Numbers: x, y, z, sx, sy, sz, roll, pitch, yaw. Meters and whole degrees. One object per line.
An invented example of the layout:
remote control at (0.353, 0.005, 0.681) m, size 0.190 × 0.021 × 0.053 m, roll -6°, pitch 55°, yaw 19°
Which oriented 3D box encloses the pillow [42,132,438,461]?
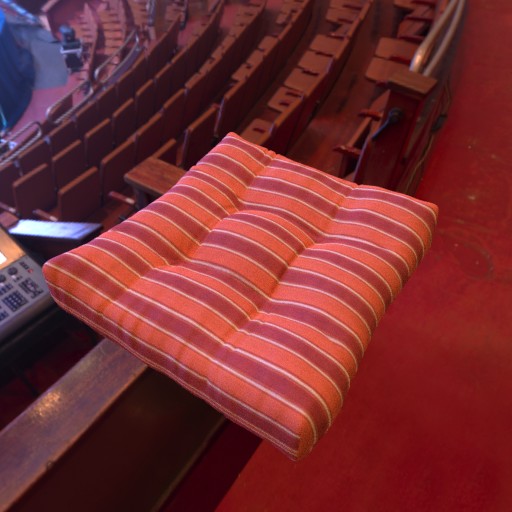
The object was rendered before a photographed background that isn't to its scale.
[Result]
pillow at (0.000, 0.000, 0.736) m, size 0.468 × 0.133 × 0.490 m, roll 25°, pitch 51°, yaw 23°
